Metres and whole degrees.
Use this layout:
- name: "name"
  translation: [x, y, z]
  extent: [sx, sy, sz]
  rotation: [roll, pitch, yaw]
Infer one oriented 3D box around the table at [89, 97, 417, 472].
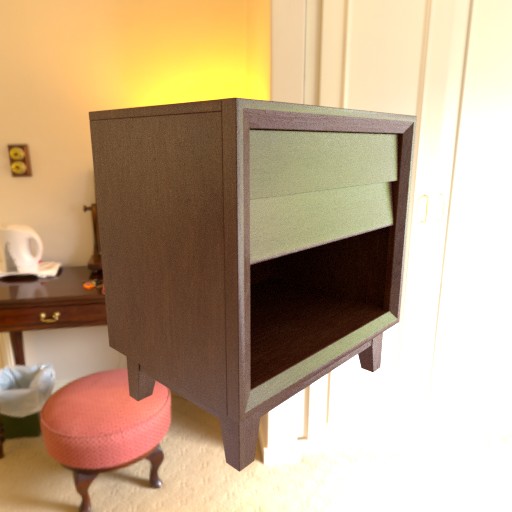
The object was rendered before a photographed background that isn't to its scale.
- name: "table"
  translation: [0.000, 0.000, 1.000]
  extent: [0.449, 0.609, 0.557]
  rotation: [13, 19, 41]
